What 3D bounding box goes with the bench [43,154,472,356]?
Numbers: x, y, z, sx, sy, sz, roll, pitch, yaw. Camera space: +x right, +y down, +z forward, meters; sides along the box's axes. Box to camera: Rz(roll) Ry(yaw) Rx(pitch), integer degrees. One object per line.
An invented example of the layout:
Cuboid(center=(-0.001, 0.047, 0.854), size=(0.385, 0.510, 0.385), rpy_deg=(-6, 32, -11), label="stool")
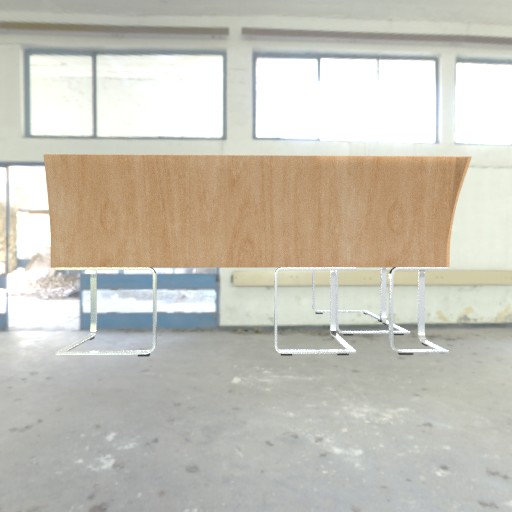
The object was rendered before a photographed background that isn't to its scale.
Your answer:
Cuboid(center=(0.000, 0.000, 2.763), size=(1.945, 0.930, 1.495), rpy_deg=(0, 1, -1), label="bench")
